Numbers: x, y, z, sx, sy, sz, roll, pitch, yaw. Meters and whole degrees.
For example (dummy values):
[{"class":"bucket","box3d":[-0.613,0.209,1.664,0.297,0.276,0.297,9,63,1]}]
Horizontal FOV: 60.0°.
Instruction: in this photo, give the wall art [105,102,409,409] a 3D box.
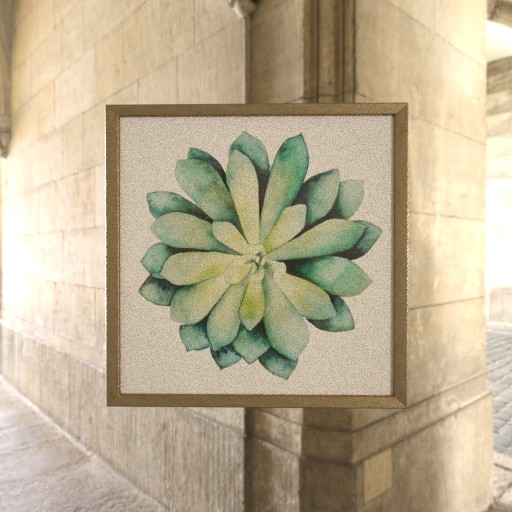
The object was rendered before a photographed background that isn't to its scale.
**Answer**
[{"class":"wall art","box3d":[0.000,0.000,0.757,0.503,0.506,0.040,0,1,1]}]
